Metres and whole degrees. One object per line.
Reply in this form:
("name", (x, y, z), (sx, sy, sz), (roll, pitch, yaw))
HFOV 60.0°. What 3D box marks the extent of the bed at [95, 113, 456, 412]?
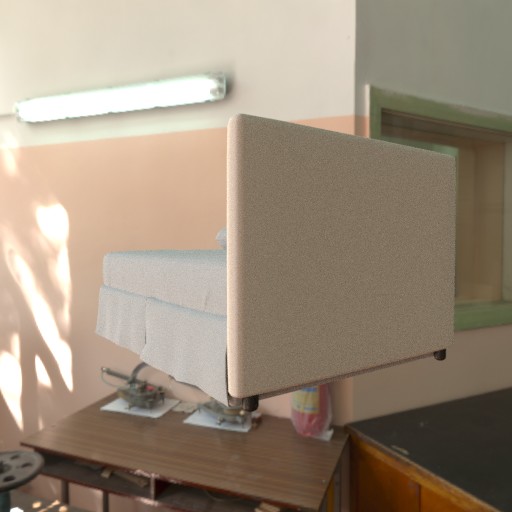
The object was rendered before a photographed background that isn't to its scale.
("bed", (0.000, 0.000, 3.238), (1.748, 1.330, 2.142), (-1, 2, -35))
